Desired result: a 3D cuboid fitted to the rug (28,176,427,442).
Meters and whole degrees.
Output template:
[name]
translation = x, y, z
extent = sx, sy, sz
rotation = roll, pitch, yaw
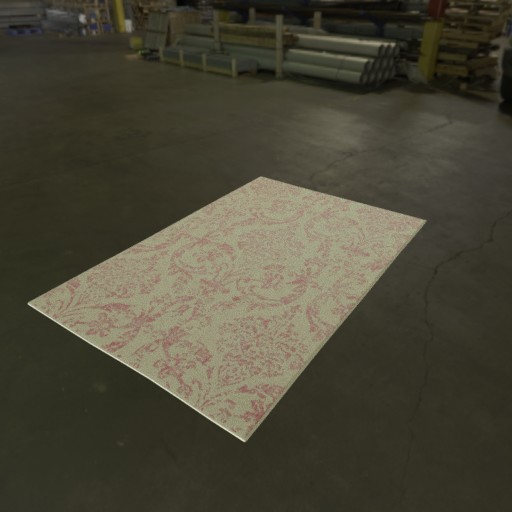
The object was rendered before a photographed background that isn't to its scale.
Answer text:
[rug]
translation = 0.000, 0.000, 2.329
extent = 1.219, 0.012, 1.839
rotation = 21, 37, 29
